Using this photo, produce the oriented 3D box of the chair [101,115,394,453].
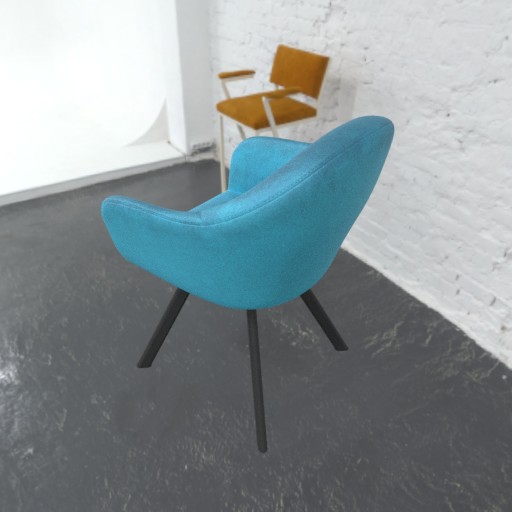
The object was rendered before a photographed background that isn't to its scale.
[{"bbox_3d":[0.000,0.000,1.144,0.570,0.780,0.540,22,39,30],"label":"chair"}]
